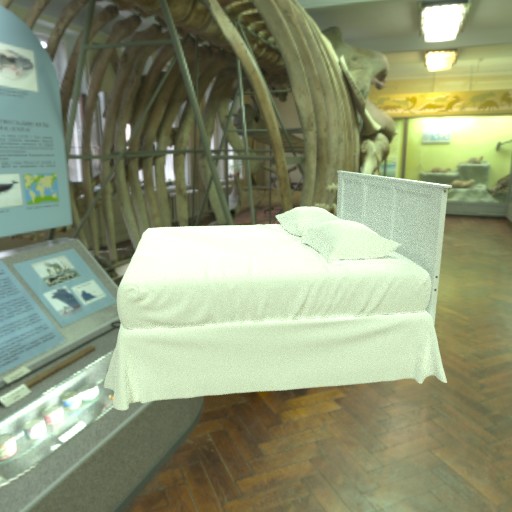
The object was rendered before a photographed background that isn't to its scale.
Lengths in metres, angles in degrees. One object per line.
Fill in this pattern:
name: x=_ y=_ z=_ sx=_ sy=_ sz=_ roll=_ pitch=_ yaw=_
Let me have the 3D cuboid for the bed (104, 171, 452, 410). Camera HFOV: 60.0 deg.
bed: x=0.000 y=0.000 z=3.648 sx=2.215 sy=1.273 sz=2.317 roll=-2 pitch=14 yaw=-9
